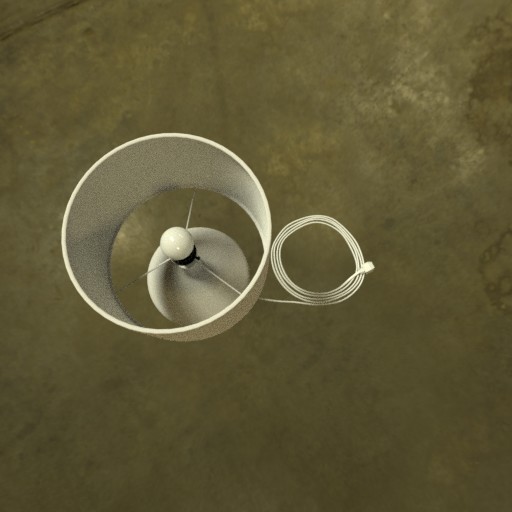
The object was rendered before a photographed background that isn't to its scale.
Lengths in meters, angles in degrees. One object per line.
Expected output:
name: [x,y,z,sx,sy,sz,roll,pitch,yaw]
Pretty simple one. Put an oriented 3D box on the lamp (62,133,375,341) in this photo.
lamp: [0.000,0.000,0.866,0.546,0.457,0.401,15,77,4]
